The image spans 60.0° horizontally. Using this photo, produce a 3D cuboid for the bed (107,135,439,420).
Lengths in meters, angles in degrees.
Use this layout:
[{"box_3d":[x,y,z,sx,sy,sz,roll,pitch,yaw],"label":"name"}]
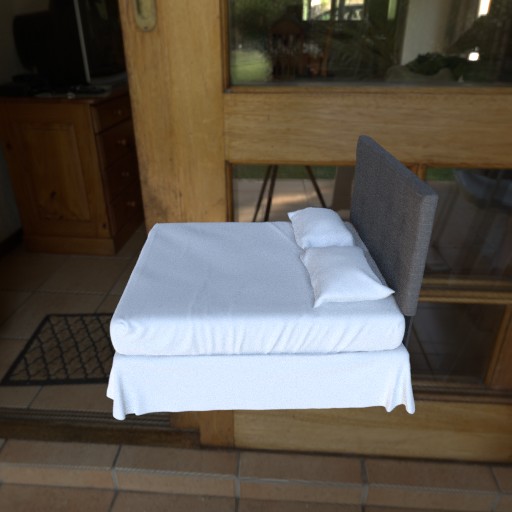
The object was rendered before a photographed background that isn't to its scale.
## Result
[{"box_3d":[0.000,0.000,3.562,2.222,1.577,1.936,-1,27,-2],"label":"bed"}]
